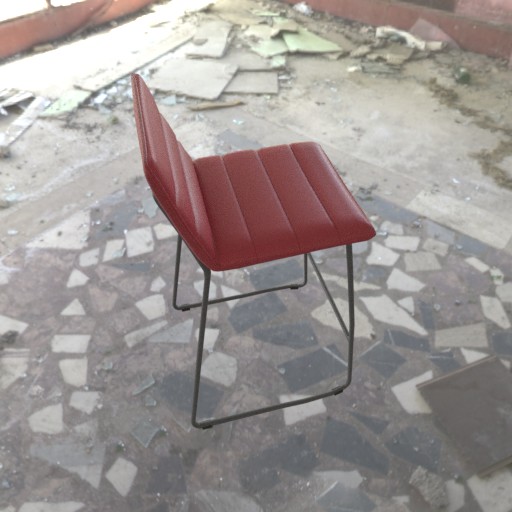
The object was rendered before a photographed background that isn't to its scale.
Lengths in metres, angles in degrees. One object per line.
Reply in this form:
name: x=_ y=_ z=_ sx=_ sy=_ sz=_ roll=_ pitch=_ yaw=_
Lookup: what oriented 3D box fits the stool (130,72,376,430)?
stool: x=0.000 y=0.000 z=1.230 sx=0.524 sy=0.937 sz=0.489 roll=-11 pitch=47 yaw=-10
